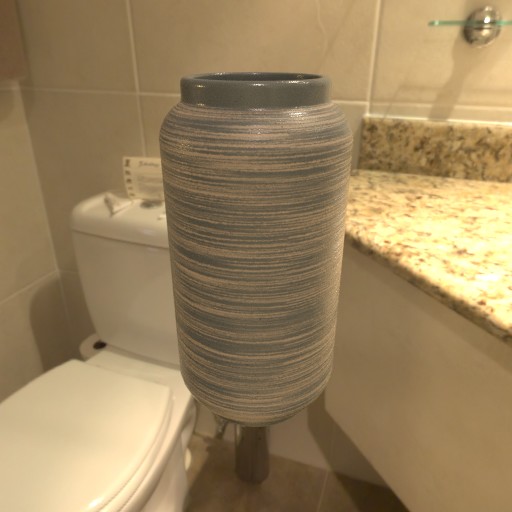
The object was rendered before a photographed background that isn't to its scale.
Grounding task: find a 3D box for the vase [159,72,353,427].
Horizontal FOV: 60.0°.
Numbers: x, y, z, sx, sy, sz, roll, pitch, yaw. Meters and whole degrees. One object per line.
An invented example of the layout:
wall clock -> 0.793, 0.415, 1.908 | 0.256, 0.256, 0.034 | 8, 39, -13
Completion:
vase -> 0.000, 0.000, 0.305 | 0.116, 0.230, 0.116 | 0, 26, 0
